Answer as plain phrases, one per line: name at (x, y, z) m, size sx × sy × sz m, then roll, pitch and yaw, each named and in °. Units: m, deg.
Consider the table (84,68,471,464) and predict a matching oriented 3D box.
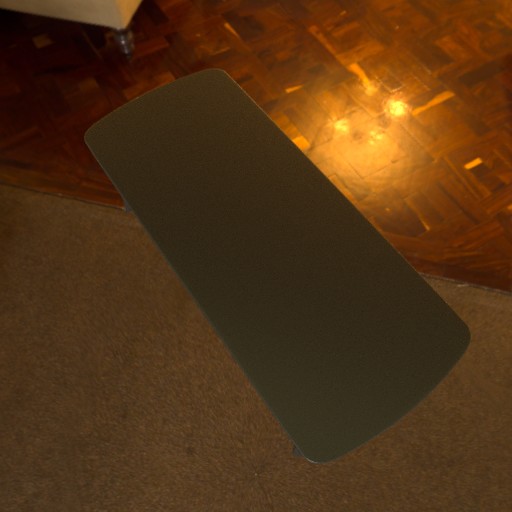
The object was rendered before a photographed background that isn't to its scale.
table at (0.000, 0.000, 1.550) m, size 0.571 × 0.457 × 1.333 m, roll -33°, pitch 68°, yaw -15°
